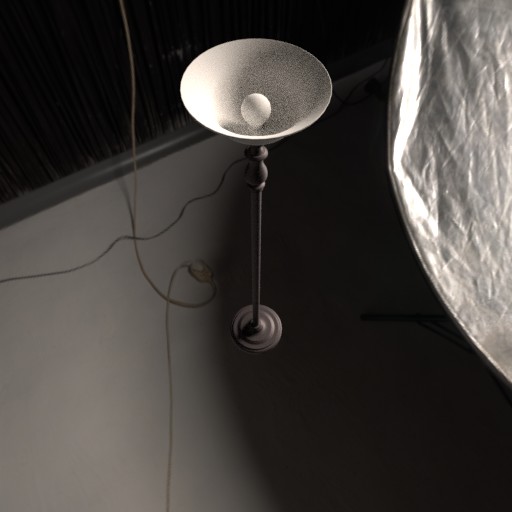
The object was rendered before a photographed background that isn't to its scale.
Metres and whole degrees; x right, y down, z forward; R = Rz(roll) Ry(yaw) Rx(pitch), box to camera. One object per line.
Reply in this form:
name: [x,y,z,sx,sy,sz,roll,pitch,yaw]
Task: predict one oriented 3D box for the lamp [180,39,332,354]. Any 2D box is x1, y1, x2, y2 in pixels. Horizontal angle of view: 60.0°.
lamp: [0.000,0.000,1.959,0.405,1.797,0.405,-29,64,-16]
